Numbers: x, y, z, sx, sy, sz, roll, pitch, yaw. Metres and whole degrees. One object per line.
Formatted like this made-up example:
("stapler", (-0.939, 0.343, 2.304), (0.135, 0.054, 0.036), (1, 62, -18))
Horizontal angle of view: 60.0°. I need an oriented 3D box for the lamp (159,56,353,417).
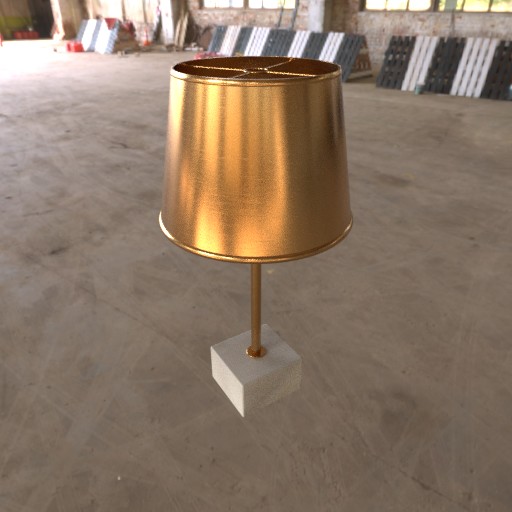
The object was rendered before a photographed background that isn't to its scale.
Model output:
("lamp", (0.000, 0.000, 0.511), (0.208, 0.406, 0.208), (0, 30, 0))
